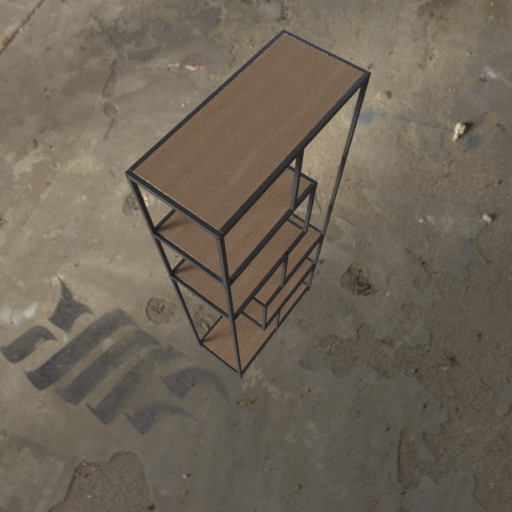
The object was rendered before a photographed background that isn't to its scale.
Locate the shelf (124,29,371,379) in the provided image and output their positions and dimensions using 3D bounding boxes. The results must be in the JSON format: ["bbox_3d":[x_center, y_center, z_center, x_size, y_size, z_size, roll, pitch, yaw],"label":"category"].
[{"bbox_3d":[0.000,0.000,2.166,0.350,1.850,0.770,34,68,16],"label":"shelf"}]
